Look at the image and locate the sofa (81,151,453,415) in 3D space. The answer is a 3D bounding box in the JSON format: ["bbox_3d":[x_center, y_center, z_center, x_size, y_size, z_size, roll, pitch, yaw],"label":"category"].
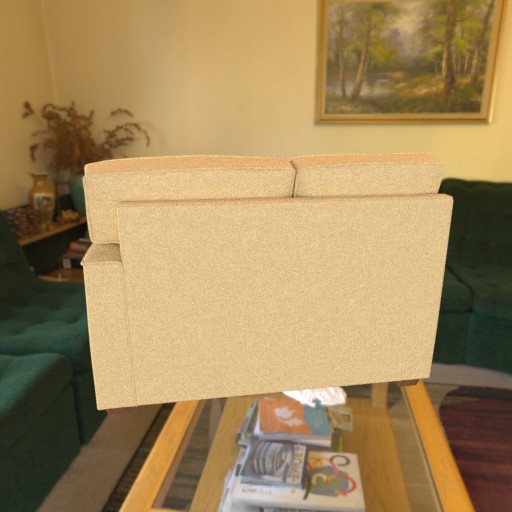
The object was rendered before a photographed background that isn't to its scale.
[{"bbox_3d":[0.000,0.000,2.102,1.388,0.989,0.991,-3,16,-9],"label":"sofa"}]
